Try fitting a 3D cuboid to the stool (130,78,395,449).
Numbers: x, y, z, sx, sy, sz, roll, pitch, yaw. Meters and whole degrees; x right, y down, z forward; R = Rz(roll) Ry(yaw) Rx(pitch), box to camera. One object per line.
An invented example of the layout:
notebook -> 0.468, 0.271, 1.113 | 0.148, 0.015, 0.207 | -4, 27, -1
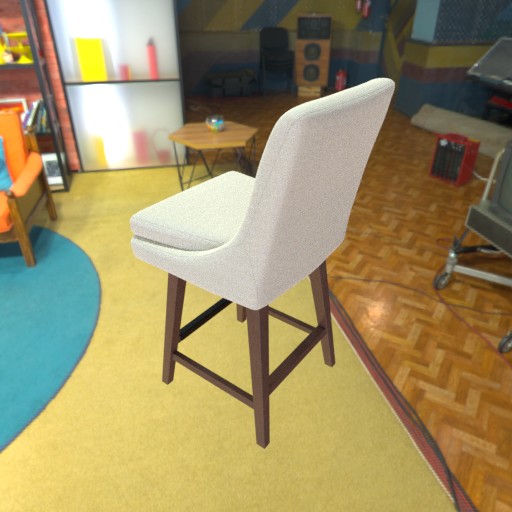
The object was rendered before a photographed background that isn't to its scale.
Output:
stool -> 0.000, 0.000, 1.306 | 0.559, 0.991, 0.483 | 21, 37, 31
